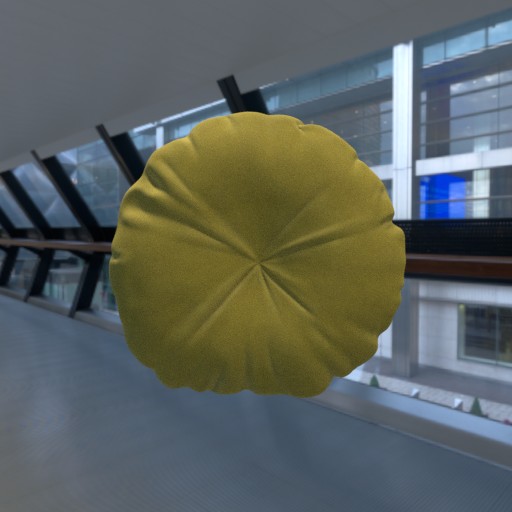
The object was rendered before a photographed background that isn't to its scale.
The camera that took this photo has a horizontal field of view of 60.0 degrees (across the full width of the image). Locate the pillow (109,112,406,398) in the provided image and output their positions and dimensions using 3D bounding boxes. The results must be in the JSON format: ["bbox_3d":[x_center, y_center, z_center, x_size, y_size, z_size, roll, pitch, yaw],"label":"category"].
[{"bbox_3d":[0.000,0.000,0.649,0.428,0.407,0.148,0,2,0],"label":"pillow"}]
